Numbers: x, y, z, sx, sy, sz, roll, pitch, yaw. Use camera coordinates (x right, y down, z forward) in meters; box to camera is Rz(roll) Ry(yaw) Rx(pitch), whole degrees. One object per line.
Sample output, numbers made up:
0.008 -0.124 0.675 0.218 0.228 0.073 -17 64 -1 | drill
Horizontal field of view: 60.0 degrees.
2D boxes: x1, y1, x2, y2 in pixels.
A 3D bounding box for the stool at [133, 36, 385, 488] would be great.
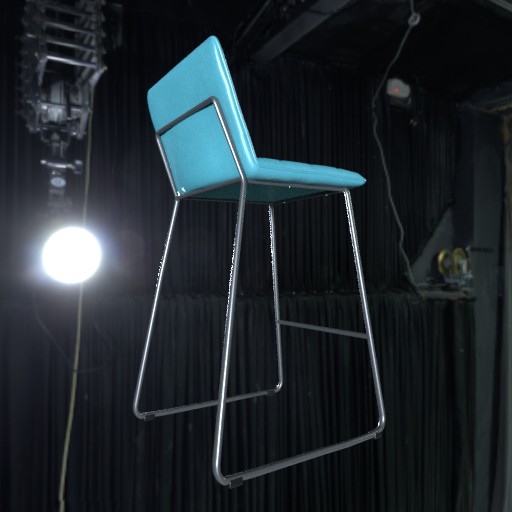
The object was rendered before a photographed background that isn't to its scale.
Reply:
0.000 0.000 1.218 0.524 0.936 0.489 1 -2 -35 | stool
